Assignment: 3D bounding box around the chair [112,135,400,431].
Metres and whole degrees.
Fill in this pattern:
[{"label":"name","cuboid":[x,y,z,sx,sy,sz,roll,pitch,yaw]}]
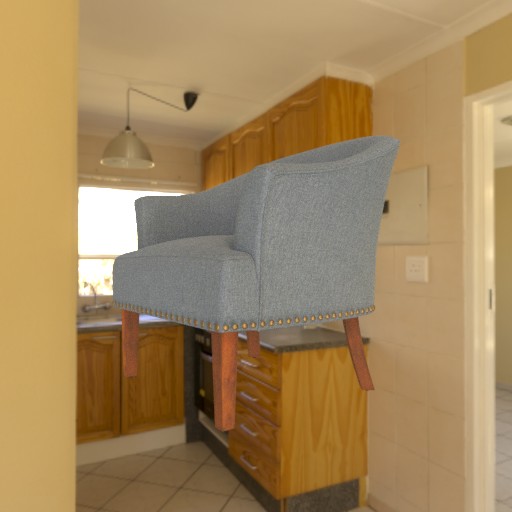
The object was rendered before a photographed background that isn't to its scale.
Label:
[{"label":"chair","cuboid":[0.000,0.000,1.432,0.704,0.815,0.798,0,0,-37]}]
